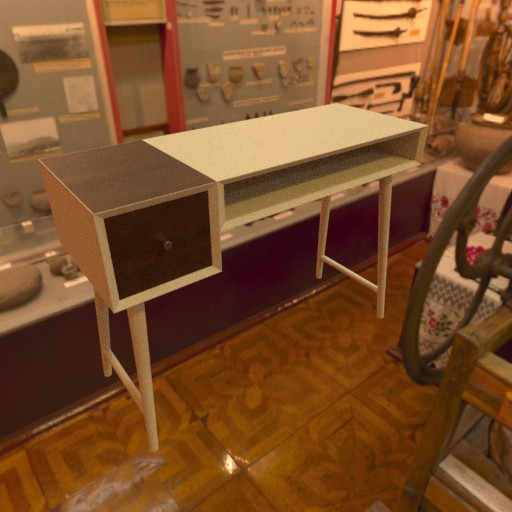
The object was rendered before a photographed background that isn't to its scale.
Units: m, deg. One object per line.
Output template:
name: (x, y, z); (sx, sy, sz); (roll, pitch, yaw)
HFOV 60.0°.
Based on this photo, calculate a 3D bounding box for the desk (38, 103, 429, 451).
desk: (0.000, 0.000, 1.450); (1.069, 0.761, 0.409); (-21, 37, -31)
